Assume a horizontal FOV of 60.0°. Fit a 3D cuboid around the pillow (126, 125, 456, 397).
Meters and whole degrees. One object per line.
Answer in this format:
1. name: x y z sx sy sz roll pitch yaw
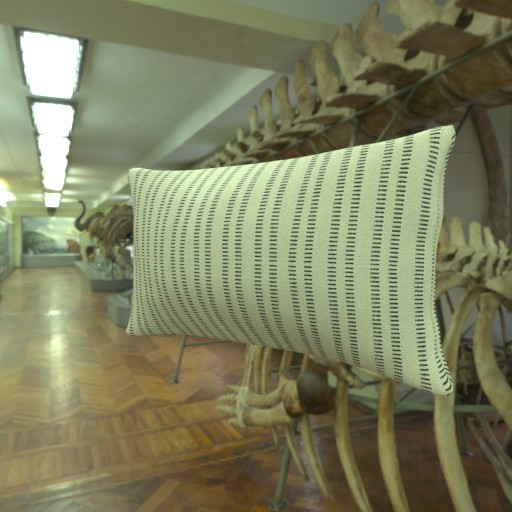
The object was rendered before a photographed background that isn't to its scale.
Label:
1. pillow: 0.000 0.000 0.760 0.640 0.353 0.210 1 3 35
